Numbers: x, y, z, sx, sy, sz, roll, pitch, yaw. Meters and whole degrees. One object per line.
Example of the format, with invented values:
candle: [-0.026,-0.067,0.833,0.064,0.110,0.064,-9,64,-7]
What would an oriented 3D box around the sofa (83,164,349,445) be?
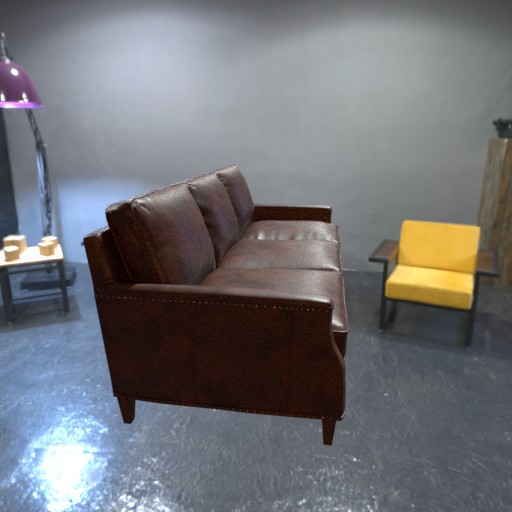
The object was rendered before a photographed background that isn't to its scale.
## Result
sofa: [0.000,0.000,2.802,1.084,1.003,2.240,3,16,9]
